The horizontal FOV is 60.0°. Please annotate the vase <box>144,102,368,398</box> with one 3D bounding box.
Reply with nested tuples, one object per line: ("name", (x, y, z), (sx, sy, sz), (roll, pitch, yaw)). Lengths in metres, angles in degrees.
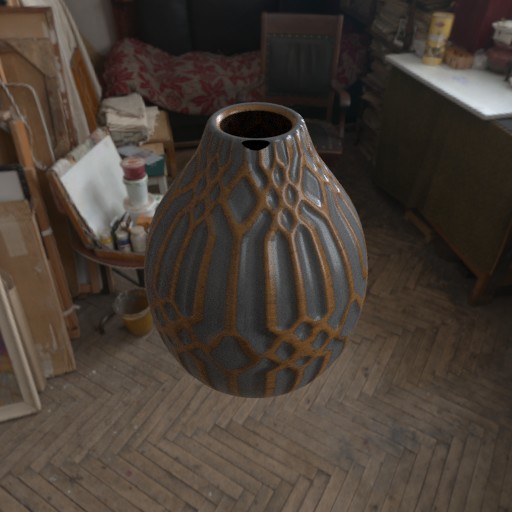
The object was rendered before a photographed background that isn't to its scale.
("vase", (0.000, 0.000, 0.137), (0.069, 0.088, 0.069), (0, 41, 0))
